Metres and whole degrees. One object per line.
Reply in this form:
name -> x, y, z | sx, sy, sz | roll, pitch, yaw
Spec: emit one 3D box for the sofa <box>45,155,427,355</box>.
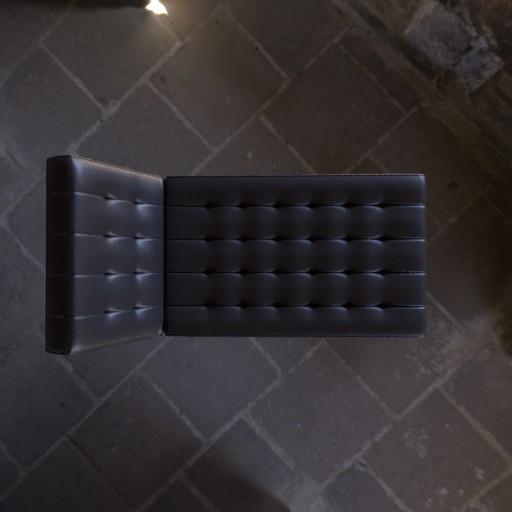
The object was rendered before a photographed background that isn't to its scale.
sofa -> 0.000, 0.000, 1.992 | 1.560, 0.820, 0.760 | 0, 89, 2
